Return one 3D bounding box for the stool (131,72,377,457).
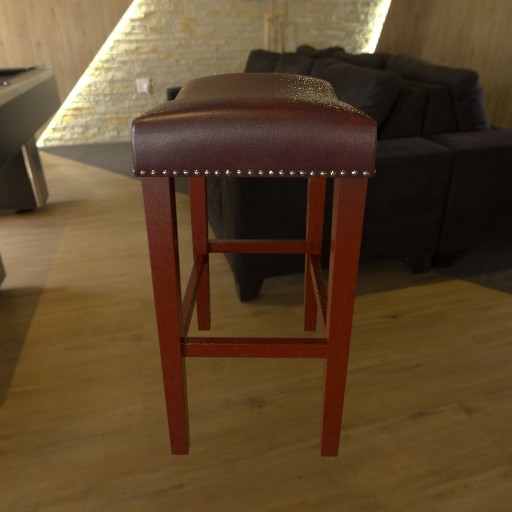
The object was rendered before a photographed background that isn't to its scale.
[{"bbox_3d":[0.000,0.000,1.012,0.372,0.742,0.504,0,27,1],"label":"stool"}]
